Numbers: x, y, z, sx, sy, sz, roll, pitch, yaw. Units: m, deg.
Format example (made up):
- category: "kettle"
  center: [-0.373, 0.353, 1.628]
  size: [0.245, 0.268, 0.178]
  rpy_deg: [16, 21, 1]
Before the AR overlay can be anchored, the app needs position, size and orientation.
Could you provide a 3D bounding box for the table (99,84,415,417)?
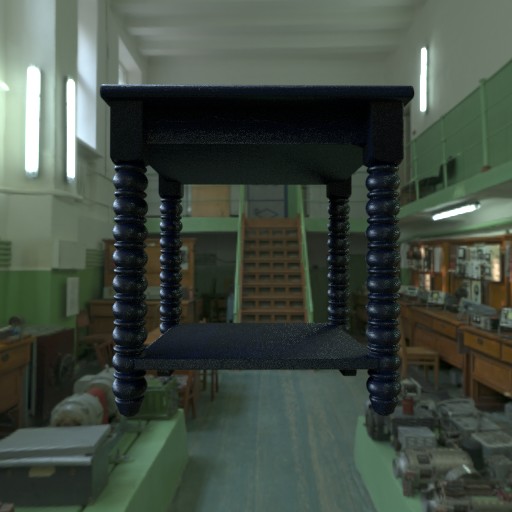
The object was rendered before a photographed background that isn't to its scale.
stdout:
- category: "table"
  center: [0.000, 0.000, 0.987]
  size: [0.533, 0.567, 0.500]
  rpy_deg: [0, -1, -1]
